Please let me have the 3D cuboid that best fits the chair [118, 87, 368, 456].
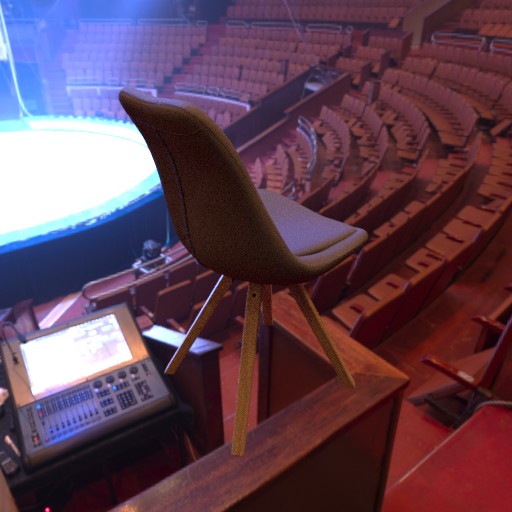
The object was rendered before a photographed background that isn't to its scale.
[{"bbox_3d":[0.000,0.000,1.187,0.547,0.865,0.483,-19,33,-32],"label":"chair"}]
